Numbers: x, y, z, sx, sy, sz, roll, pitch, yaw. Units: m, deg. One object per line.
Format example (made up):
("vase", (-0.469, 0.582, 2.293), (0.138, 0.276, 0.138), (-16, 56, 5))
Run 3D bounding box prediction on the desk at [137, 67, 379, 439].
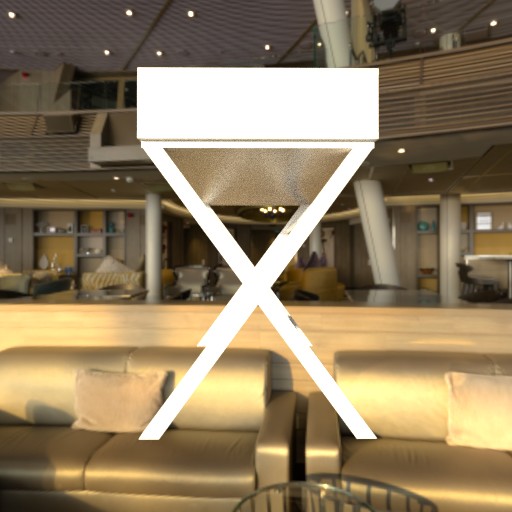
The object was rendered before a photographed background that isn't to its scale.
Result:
("desk", (0.000, 0.000, 1.452), (0.509, 0.780, 1.059), (0, 0, 0))
